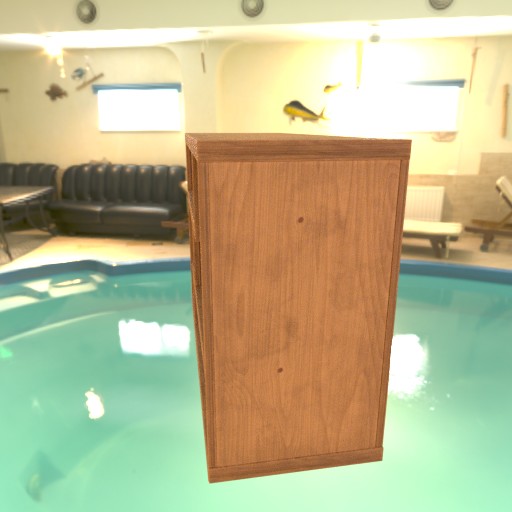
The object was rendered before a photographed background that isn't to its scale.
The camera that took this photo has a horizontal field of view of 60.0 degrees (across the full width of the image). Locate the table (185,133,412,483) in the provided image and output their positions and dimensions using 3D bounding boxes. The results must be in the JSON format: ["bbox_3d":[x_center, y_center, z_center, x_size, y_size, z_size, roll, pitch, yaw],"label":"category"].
[{"bbox_3d":[0.000,0.000,1.464,0.410,0.771,1.151,-3,16,-9],"label":"table"}]
